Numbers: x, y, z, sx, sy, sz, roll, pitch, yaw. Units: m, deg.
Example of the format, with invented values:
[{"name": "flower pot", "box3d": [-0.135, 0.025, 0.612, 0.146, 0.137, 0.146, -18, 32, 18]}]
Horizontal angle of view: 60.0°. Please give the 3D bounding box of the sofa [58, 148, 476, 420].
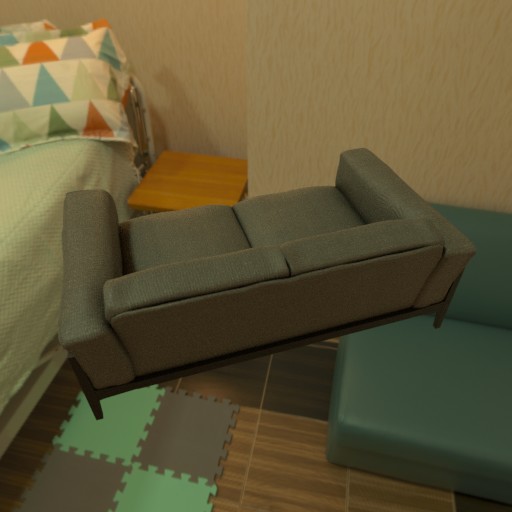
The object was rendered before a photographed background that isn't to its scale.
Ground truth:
[{"name": "sofa", "box3d": [0.000, 0.000, 2.146, 1.690, 0.656, 0.960, -12, 42, -13]}]
